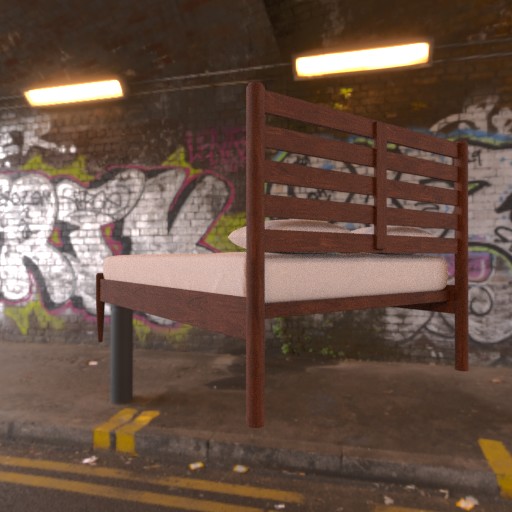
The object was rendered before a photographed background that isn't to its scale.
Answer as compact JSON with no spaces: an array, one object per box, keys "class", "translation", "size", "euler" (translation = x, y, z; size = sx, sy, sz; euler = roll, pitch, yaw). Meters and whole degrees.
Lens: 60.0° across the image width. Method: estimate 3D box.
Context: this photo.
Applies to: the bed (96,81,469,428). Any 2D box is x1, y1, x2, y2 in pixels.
[{"class":"bed","translation":[0.000,0.000,2.937],"size":[1.509,1.304,2.093],"euler":[0,0,-35]}]
